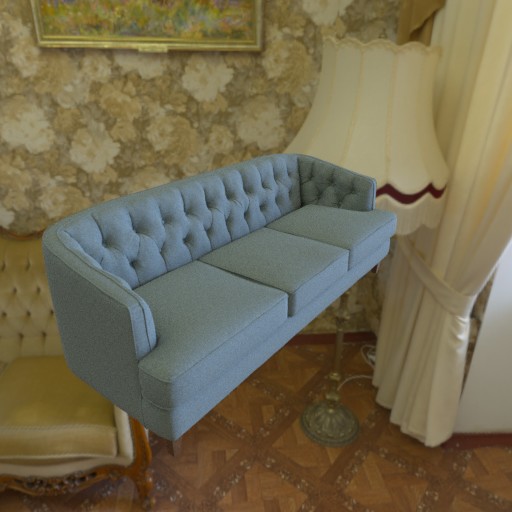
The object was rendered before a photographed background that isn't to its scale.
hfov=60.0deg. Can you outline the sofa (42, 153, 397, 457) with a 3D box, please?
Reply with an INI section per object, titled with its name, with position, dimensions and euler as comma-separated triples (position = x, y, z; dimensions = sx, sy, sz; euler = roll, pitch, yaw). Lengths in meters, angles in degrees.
[sofa]
position = 0.000, 0.000, 2.650
dimensions = 0.941, 0.855, 2.278
euler = 17, 30, 33
